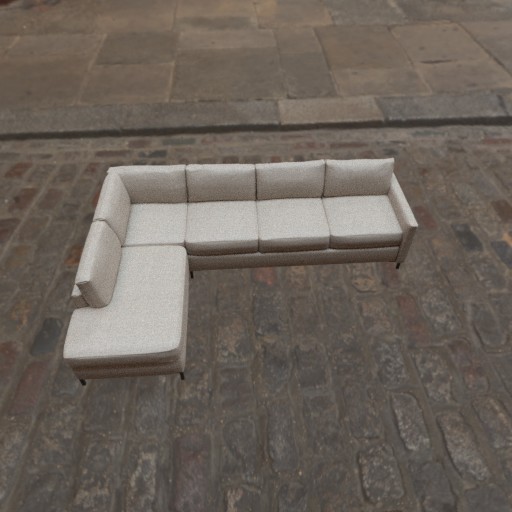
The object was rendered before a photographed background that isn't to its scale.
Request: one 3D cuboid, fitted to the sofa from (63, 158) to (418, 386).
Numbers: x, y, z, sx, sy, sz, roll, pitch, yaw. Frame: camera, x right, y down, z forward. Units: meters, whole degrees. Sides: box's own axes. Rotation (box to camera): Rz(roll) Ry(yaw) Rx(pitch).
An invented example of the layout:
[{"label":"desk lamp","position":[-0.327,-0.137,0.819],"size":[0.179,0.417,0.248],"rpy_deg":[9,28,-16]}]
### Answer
[{"label":"sofa","position":[0.000,0.000,3.238],"size":[2.423,0.703,1.617],"rpy_deg":[-3,46,-3]}]
